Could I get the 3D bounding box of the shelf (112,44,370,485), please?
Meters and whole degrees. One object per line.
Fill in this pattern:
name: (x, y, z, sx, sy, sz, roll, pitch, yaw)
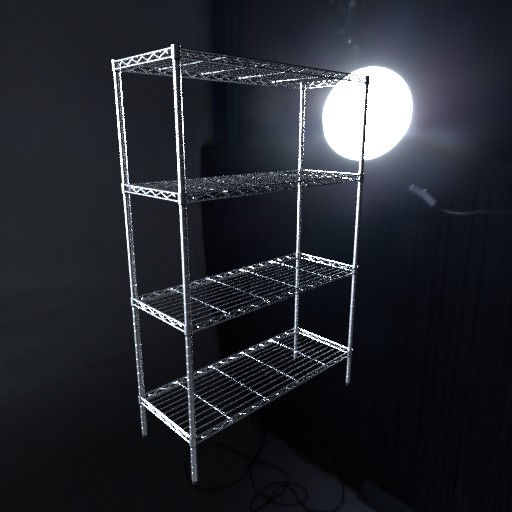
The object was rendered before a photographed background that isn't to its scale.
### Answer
shelf: (0.000, 0.000, 1.726, 0.907, 1.360, 0.352, -14, 21, -42)
